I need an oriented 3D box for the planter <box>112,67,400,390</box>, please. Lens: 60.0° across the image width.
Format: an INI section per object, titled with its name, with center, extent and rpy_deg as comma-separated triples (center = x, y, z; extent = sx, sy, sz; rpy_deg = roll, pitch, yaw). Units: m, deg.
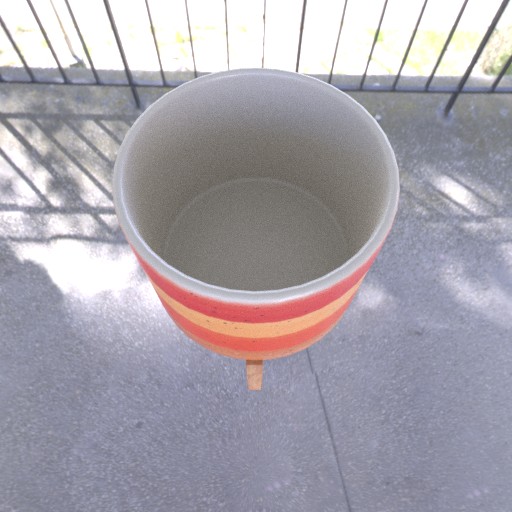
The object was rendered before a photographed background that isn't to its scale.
[planter]
center = 0.000, 0.000, 0.413
extent = 0.199, 0.268, 0.199
rpy_deg = 0, 64, 0
